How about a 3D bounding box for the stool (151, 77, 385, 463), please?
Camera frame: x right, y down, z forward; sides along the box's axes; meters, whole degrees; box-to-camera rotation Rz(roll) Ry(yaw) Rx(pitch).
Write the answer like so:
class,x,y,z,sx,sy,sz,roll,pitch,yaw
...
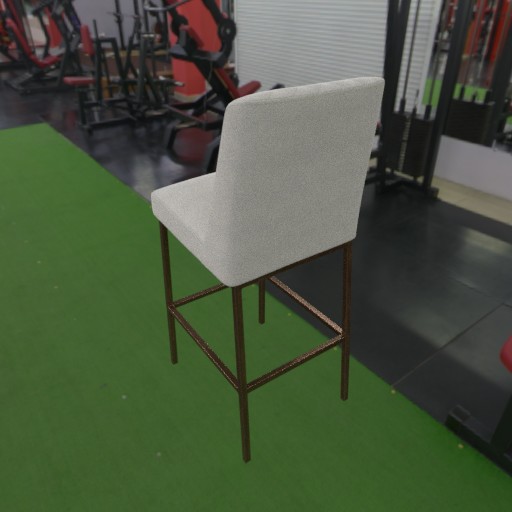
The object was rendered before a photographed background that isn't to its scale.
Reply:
class,x,y,z,sx,sy,sz,roll,pitch,yaw
stool,0.000,0.000,1.374,0.462,1.084,0.546,-20,37,-29
